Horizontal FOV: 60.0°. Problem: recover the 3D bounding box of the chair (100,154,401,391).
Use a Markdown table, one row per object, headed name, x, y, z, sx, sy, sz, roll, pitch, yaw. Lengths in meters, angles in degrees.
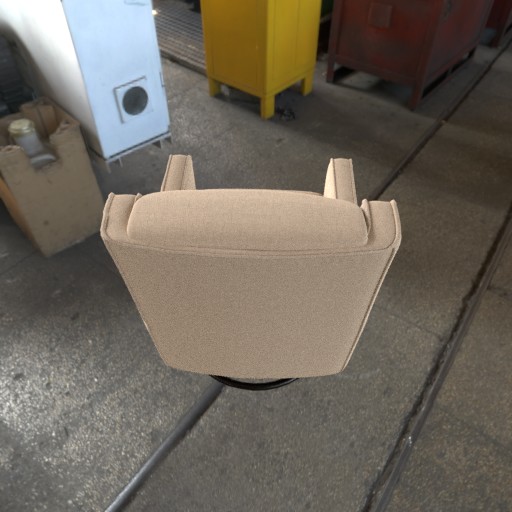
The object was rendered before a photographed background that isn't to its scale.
| name | x | y | z | sx | sy | sz | roll | pitch | yaw |
| --- | --- | --- | --- | --- | --- | --- | --- | --- | --- |
| chair | 0.000 | 0.000 | 1.569 | 0.732 | 0.993 | 0.879 | 2 | 46 | 2 |
